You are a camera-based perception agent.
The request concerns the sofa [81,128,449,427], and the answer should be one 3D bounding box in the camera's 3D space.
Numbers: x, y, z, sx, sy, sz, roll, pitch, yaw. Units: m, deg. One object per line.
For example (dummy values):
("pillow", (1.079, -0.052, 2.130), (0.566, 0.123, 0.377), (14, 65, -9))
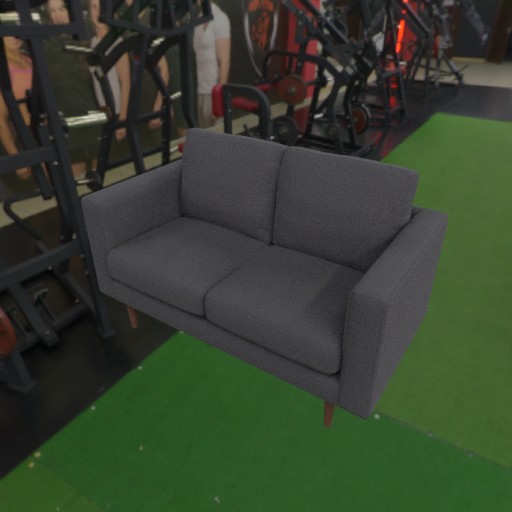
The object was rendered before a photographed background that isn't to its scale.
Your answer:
("sofa", (0.000, 0.000, 2.025), (1.430, 0.908, 0.796), (19, 35, 29))
